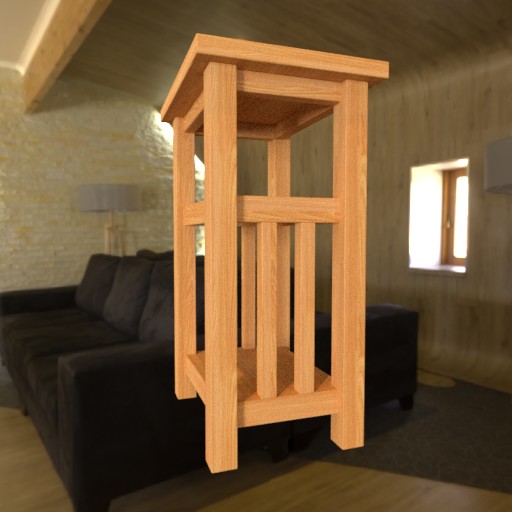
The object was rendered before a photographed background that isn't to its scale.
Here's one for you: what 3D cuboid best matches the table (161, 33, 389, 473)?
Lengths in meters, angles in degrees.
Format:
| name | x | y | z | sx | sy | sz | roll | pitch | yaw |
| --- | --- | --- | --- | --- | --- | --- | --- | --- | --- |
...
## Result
| name | x | y | z | sx | sy | sz | roll | pitch | yaw |
| --- | --- | --- | --- | --- | --- | --- | --- | --- | --- |
| table | 0.000 | 0.000 | 0.747 | 0.270 | 0.550 | 0.350 | -1 | 3 | -19 |
